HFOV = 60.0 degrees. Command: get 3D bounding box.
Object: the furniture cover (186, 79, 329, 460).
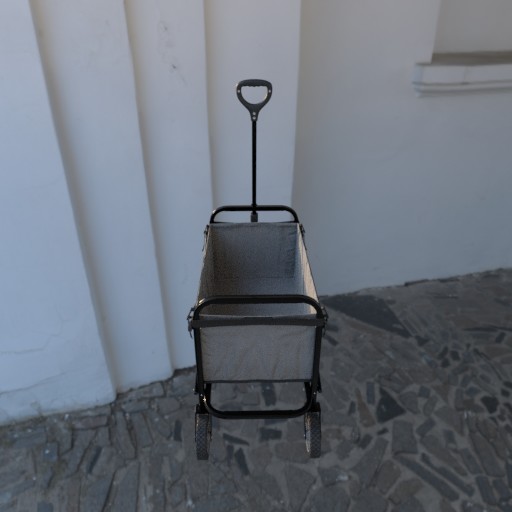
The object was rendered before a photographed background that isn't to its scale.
[{"bbox_3d":[0.000,0.000,1.849,0.532,1.295,1.038,-1,28,-1],"label":"furniture cover"}]
